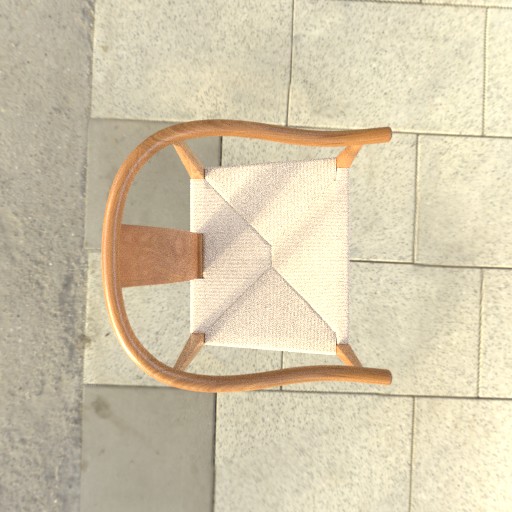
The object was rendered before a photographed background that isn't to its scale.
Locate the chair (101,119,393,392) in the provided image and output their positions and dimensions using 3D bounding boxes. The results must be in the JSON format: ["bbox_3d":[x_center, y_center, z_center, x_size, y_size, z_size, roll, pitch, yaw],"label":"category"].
[{"bbox_3d":[0.000,0.000,1.207,0.579,0.800,0.556,0,90,-1],"label":"chair"}]
